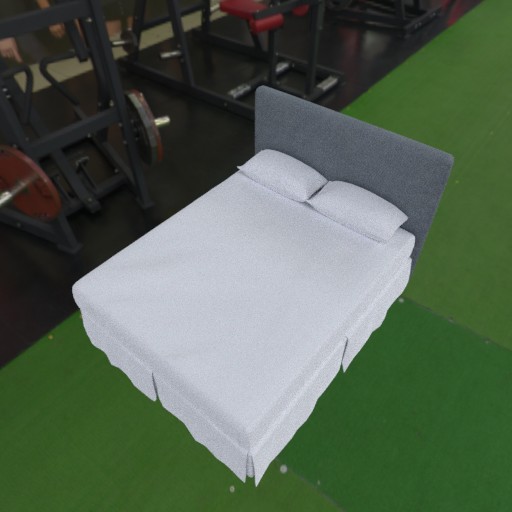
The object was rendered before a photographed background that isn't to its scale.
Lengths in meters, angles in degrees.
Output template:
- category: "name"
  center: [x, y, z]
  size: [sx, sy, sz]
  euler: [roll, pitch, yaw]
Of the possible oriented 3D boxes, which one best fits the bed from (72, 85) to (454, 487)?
- category: "bed"
  center: [0.000, 0.000, 3.162]
  size: [1.713, 1.330, 2.142]
  euler: [31, 53, 26]
